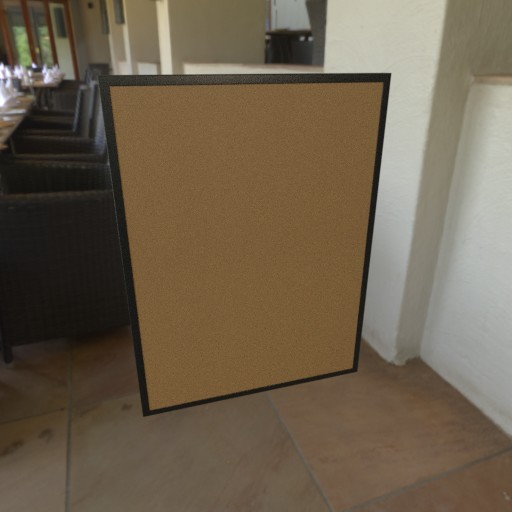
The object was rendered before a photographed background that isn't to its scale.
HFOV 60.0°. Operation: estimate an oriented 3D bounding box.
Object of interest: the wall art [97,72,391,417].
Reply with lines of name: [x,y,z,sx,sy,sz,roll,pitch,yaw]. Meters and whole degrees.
wall art: [0.000,0.000,1.396,0.804,1.061,0.039,-7,25,-16]
